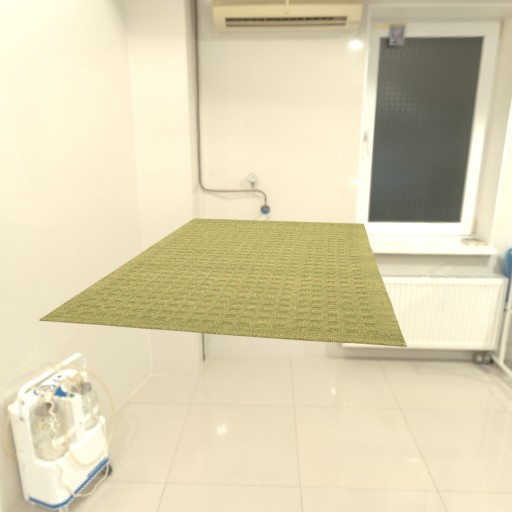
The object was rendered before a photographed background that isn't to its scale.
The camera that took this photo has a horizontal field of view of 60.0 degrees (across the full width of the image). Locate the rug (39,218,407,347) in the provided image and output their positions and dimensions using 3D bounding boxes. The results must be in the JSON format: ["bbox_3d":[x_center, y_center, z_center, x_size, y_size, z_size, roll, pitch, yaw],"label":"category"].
[{"bbox_3d":[0.000,0.000,2.875,1.529,0.007,2.297,3,16,9],"label":"rug"}]
